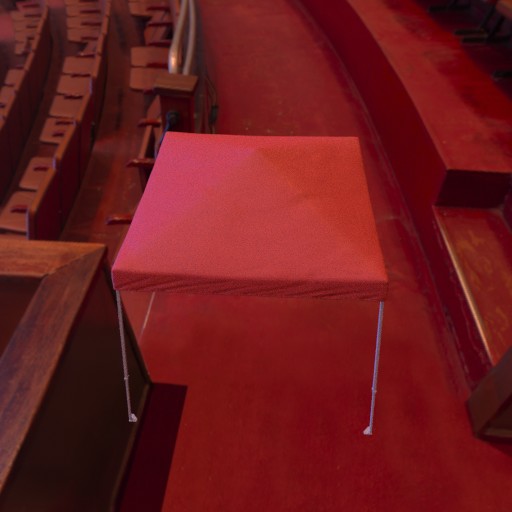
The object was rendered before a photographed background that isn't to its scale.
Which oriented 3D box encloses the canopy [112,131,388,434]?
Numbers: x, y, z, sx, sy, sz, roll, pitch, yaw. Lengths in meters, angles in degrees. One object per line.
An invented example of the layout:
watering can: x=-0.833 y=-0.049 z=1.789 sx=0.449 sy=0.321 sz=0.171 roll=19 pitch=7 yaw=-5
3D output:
canopy: x=0.000 y=0.000 z=6.567 sx=3.600 sy=3.600 sz=3.599 roll=2 pitch=45 yaw=2
